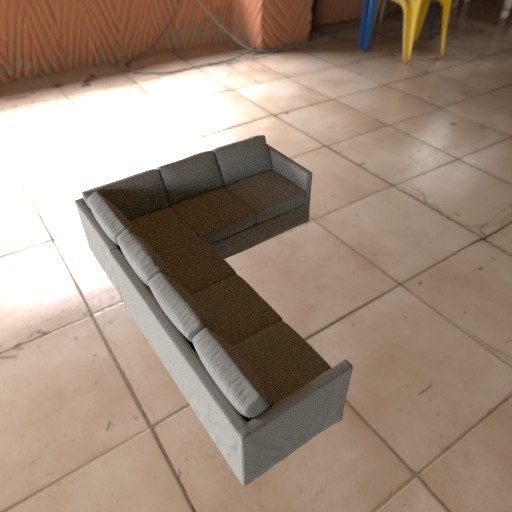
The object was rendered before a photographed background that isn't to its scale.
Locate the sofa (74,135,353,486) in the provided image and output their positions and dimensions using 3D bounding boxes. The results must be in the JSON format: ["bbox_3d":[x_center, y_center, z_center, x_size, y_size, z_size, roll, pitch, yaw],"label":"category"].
[{"bbox_3d":[0.000,0.000,4.306,2.432,0.871,3.182,-24,46,-26],"label":"sofa"}]
